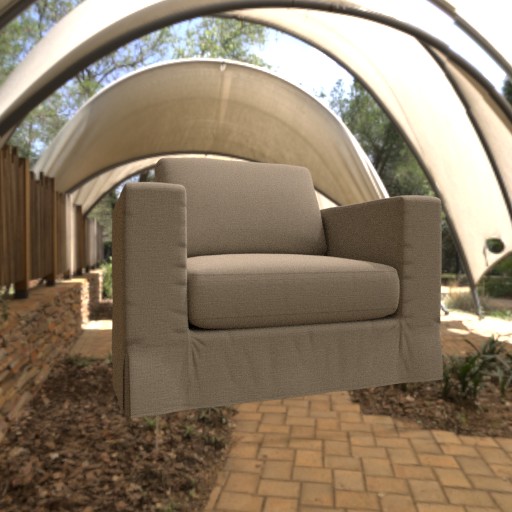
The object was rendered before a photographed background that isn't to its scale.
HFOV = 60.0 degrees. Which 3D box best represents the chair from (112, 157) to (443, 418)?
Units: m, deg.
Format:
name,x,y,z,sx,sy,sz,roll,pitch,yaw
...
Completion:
name,x,y,z,sx,sy,sz,roll,pitch,yaw
chair,0.000,0.000,1.850,1.150,0.878,0.957,0,1,-20
